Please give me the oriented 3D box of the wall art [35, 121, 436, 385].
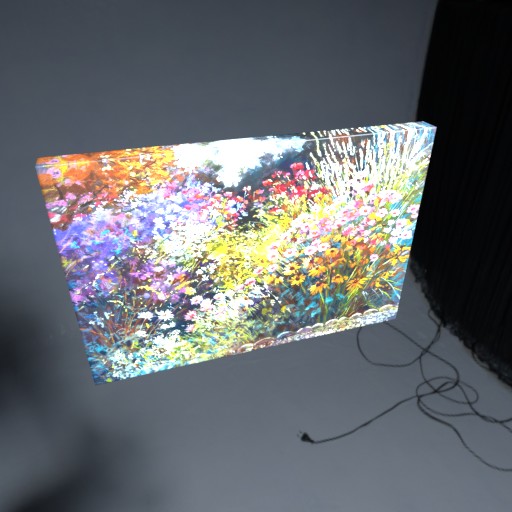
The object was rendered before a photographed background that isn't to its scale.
[{"bbox_3d":[0.000,0.000,0.772,0.610,0.406,0.037,-9,33,-15],"label":"wall art"}]
